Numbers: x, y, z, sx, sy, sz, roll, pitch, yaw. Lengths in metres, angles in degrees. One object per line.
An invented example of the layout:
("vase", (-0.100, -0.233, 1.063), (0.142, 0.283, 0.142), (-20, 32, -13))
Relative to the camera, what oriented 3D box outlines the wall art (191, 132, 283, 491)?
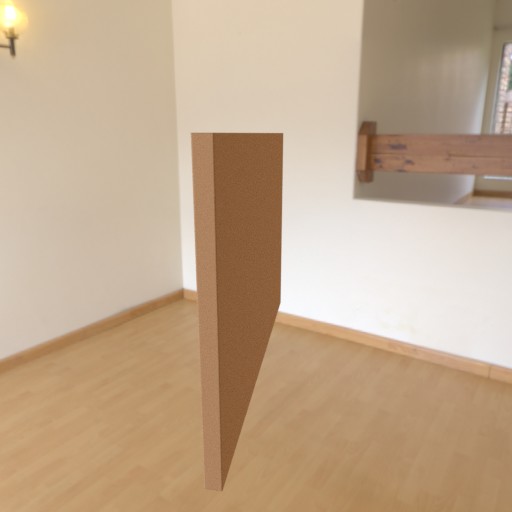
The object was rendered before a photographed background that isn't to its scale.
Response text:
("wall art", (0.000, 0.000, 1.136), (0.033, 0.608, 0.915), (3, 16, 9))
